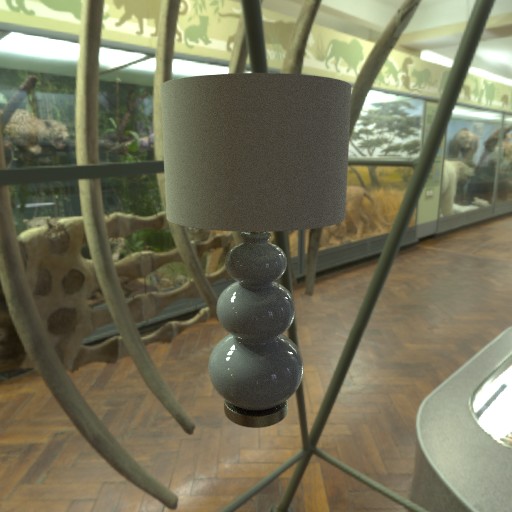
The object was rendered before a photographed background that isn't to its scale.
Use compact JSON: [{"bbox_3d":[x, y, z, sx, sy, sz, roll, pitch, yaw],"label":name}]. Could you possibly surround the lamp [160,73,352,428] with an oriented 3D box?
[{"bbox_3d":[0.000,0.000,0.948,0.367,0.730,0.367,-13,18,-43],"label":"lamp"}]
